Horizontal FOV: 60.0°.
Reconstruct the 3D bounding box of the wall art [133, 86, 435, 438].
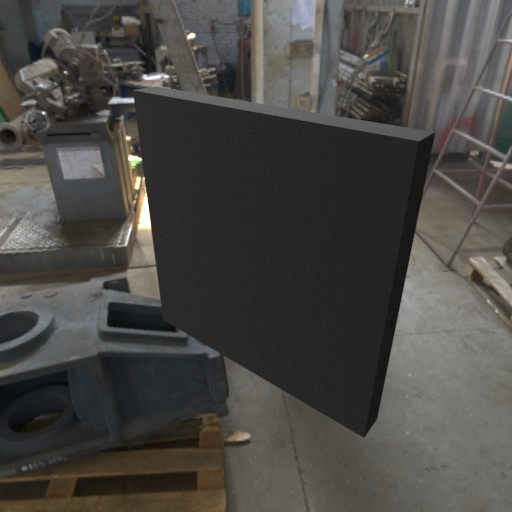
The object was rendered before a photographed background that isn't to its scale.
[{"bbox_3d":[0.000,0.000,0.470,0.308,0.305,0.030,22,37,33],"label":"wall art"}]
